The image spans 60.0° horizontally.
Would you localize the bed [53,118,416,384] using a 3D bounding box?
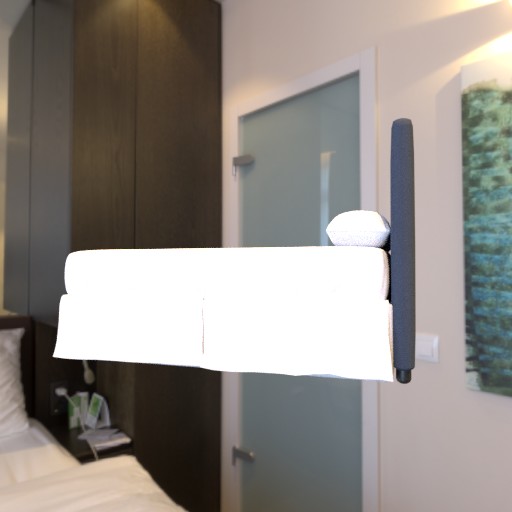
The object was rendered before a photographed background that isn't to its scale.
[{"bbox_3d":[0.000,0.000,3.237,2.162,1.330,1.713,0,-1,18],"label":"bed"}]
